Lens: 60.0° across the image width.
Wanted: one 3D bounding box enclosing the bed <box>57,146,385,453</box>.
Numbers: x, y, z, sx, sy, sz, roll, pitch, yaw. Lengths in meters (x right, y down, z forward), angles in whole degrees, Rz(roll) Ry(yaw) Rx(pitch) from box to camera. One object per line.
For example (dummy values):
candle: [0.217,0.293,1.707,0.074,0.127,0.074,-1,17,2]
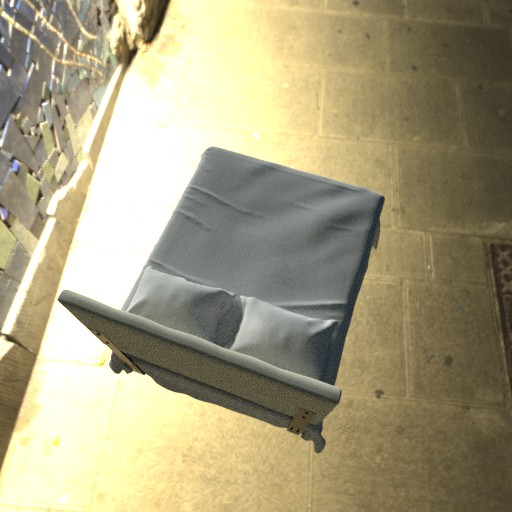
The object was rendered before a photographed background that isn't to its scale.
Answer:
bed: [0.000,0.000,3.456,1.936,1.577,2.222,18,64,9]
